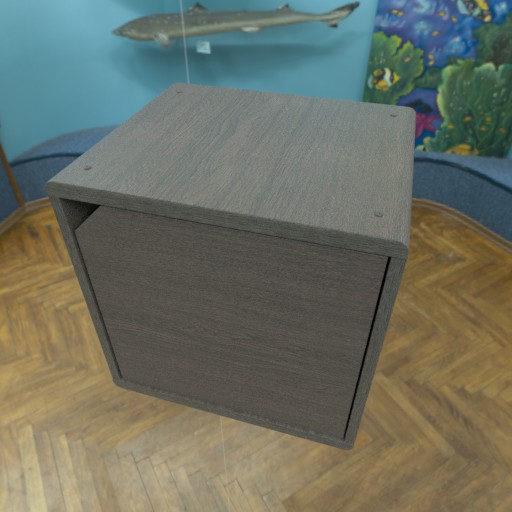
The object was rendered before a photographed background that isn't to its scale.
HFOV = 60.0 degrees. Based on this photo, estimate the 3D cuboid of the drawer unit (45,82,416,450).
[{"bbox_3d":[0.000,0.000,0.604,0.344,0.344,0.290,11,41,13],"label":"drawer unit"}]
